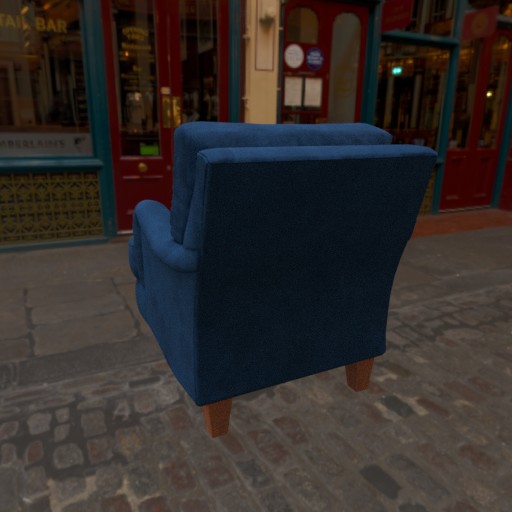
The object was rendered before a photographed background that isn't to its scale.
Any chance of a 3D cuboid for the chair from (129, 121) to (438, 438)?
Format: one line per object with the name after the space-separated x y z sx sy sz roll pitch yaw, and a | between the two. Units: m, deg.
0.000 0.000 1.877 0.895 1.076 1.078 -8 18 -26 | chair
